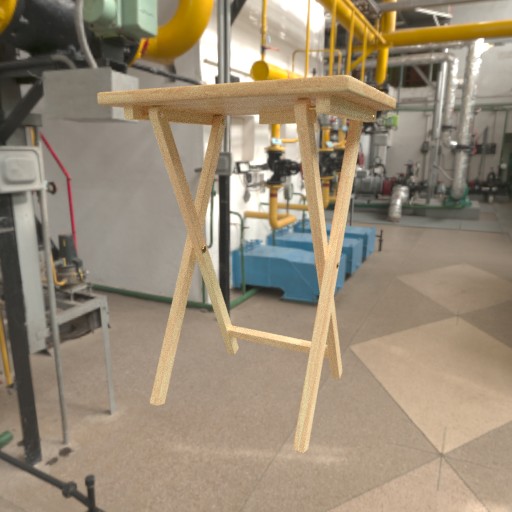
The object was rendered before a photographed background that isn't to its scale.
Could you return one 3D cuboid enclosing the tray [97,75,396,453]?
[{"bbox_3d":[0.000,0.000,0.967,0.483,0.660,0.381,7,16,26],"label":"tray"}]
